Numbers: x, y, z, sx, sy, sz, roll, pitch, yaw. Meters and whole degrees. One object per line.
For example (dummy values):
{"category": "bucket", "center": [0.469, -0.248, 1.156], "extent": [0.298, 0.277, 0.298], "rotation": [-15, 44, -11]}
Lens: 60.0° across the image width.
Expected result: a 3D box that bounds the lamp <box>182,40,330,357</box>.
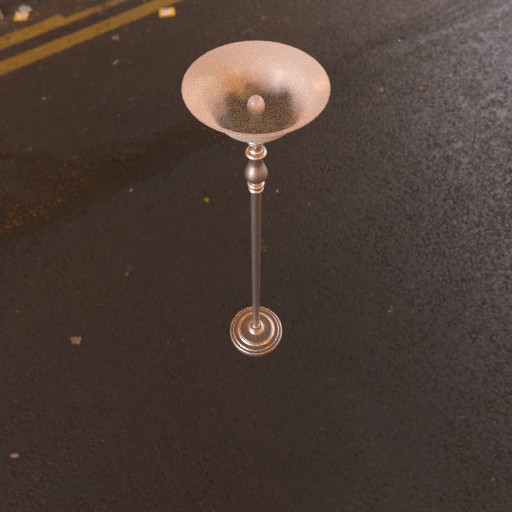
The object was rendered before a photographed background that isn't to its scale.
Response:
{"category": "lamp", "center": [0.000, 0.000, 1.961], "extent": [0.405, 1.771, 0.405], "rotation": [1, 58, 1]}
